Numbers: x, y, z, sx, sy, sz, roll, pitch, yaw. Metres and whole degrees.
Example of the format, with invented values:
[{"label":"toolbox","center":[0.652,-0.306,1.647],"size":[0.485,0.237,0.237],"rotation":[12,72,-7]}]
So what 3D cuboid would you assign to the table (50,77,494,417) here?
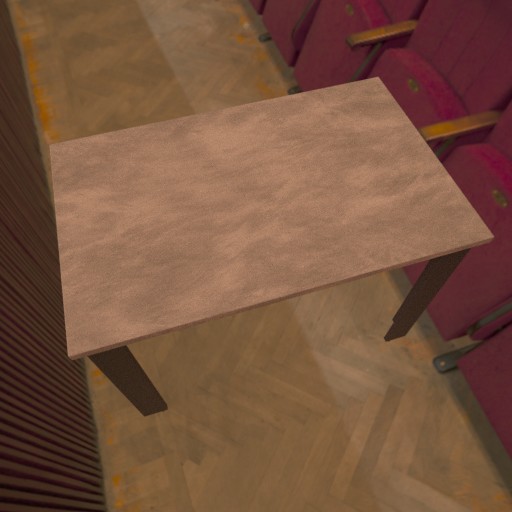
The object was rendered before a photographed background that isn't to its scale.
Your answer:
[{"label":"table","center":[0.000,0.000,1.569],"size":[1.100,0.734,0.700],"rotation":[-15,59,-9]}]
